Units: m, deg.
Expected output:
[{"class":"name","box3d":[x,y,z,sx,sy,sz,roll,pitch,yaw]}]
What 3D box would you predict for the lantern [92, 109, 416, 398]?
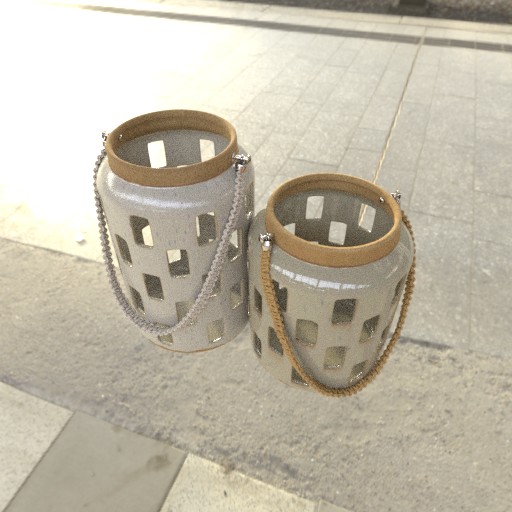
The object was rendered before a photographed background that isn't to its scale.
[{"class":"lantern","box3d":[0.000,0.000,0.497,0.347,0.255,0.184,13,44,14]}]
